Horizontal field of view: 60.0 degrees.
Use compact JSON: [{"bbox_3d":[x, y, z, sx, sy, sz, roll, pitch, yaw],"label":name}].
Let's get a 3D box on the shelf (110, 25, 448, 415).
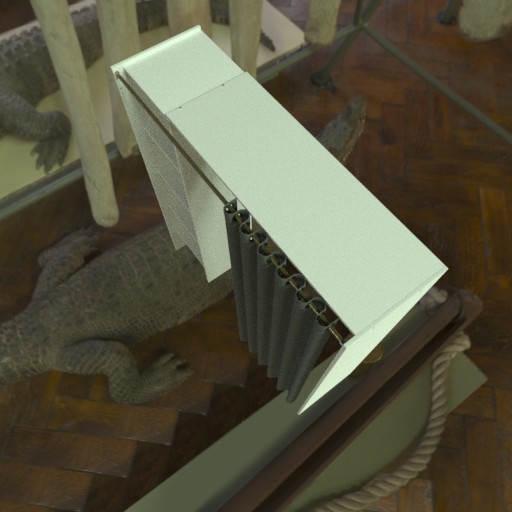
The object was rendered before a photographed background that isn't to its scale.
[{"bbox_3d":[0.000,0.000,2.586,0.500,1.810,1.600,-34,68,-15],"label":"shelf"}]
